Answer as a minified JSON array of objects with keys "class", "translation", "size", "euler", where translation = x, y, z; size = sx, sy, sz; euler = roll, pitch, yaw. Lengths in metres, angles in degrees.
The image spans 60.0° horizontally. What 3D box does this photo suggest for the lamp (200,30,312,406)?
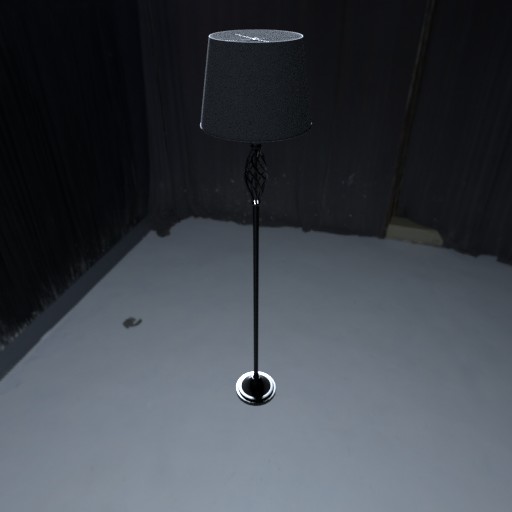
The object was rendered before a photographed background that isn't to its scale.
[{"class":"lamp","translation":[0.000,0.000,1.809],"size":[0.379,1.623,0.379],"euler":[0,33,0]}]
